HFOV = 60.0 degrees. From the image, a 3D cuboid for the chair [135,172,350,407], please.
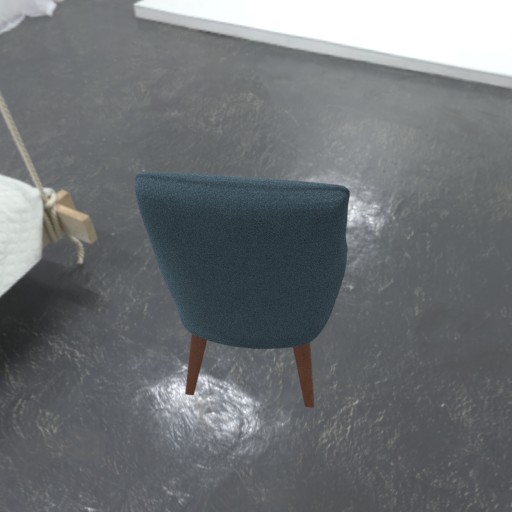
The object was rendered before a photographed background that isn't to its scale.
[{"bbox_3d":[0.000,0.000,1.263,0.500,0.930,0.620,5,47,4],"label":"chair"}]
